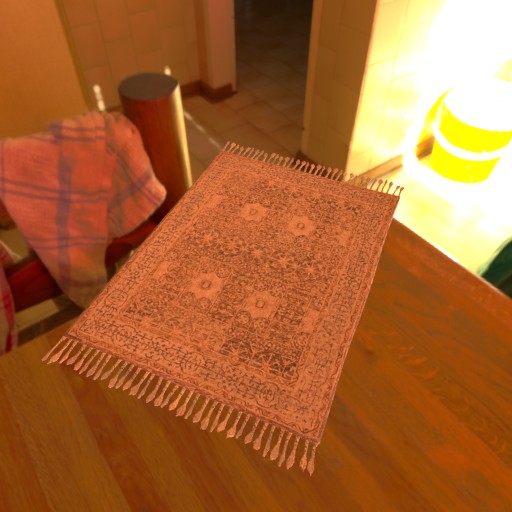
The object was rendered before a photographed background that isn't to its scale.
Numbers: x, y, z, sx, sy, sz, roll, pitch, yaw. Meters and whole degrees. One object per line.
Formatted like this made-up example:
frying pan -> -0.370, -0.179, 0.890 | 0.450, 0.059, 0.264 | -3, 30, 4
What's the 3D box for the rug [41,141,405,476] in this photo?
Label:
rug -> 0.000, 0.000, 3.072 | 1.619, 0.023, 2.465 | 18, 49, 16
